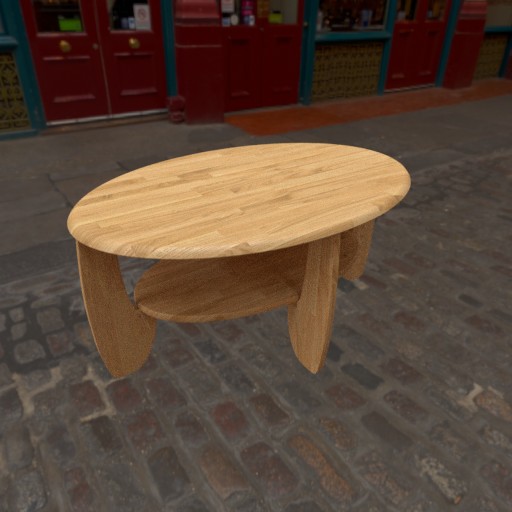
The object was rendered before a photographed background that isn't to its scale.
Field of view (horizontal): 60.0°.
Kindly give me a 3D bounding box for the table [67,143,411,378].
[{"bbox_3d":[0.000,0.000,1.383,1.040,0.490,0.690,-19,35,-29],"label":"table"}]
